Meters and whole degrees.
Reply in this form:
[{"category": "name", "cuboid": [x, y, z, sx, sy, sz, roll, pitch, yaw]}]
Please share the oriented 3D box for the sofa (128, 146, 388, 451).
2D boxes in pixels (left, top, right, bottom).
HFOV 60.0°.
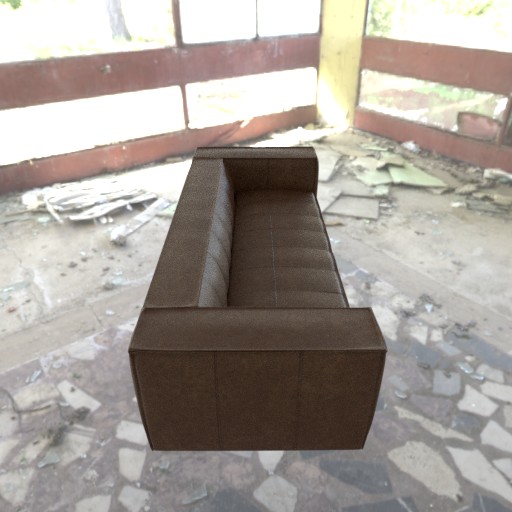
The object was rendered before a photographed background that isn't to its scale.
[{"category": "sofa", "cuboid": [0.000, 0.000, 2.999, 1.102, 0.701, 2.581, 0, 32, 0]}]
